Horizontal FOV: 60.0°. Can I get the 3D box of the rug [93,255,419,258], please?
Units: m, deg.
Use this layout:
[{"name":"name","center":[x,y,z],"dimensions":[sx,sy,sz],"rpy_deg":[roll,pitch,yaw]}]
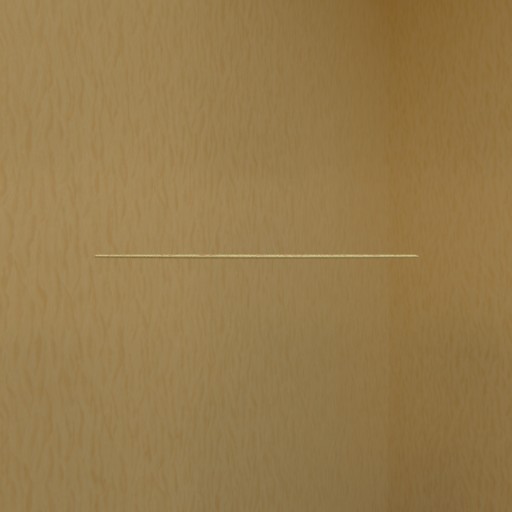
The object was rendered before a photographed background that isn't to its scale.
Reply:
[{"name":"rug","center":[0.000,0.000,2.308],"dimensions":[1.593,0.012,1.593],"rpy_deg":[0,0,0]}]
